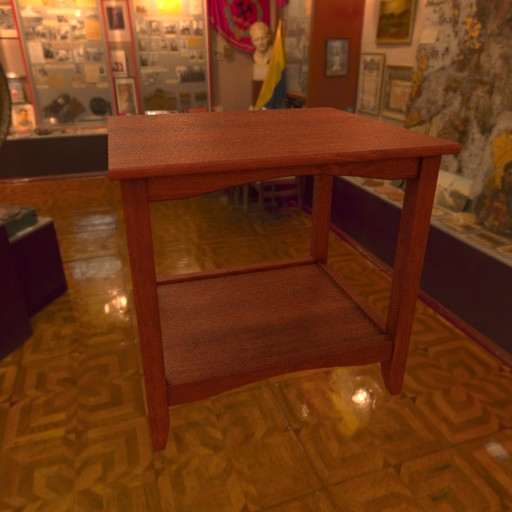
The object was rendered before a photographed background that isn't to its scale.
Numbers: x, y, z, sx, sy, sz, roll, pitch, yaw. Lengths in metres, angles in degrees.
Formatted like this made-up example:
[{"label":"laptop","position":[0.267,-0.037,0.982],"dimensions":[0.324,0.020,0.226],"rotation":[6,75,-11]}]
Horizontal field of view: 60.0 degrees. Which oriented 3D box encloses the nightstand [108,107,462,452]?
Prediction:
[{"label":"nightstand","position":[0.000,0.000,0.991],"dimensions":[0.558,0.558,0.501],"rotation":[-7,26,-15]}]
